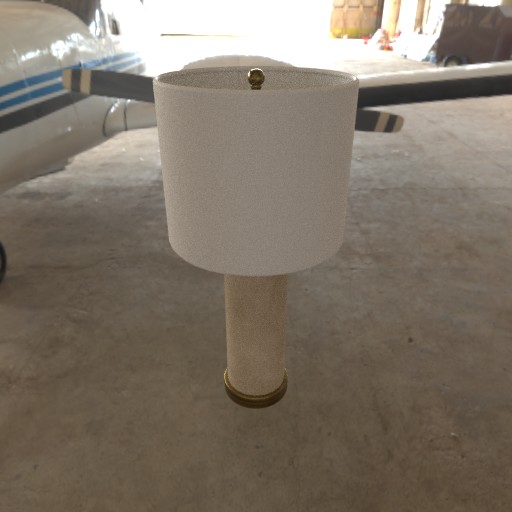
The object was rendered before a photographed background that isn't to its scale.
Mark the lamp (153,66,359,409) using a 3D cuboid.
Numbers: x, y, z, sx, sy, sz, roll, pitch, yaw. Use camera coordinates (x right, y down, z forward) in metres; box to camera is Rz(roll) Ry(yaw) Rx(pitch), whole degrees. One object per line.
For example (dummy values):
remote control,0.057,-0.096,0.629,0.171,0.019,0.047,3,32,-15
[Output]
lamp,0.000,0.000,0.811,0.305,0.634,0.305,21,34,33
